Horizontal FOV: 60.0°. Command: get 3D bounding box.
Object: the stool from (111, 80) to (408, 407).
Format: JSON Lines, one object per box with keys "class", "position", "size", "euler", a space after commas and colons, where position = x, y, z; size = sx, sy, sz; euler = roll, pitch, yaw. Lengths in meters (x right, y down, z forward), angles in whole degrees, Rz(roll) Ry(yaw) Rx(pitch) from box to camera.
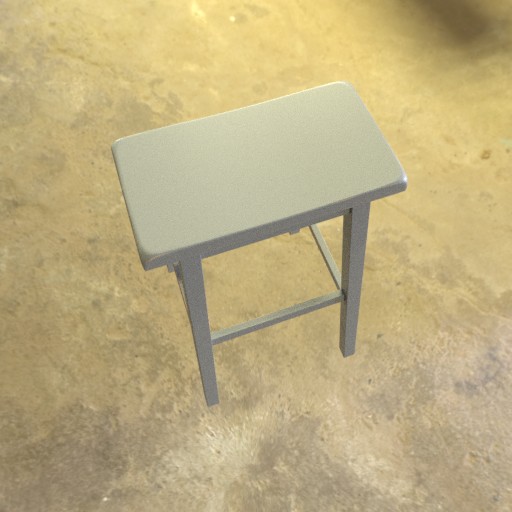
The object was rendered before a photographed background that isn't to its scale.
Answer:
{"class": "stool", "position": [0.000, 0.000, 1.062], "size": [0.457, 0.737, 0.476], "euler": [-18, 65, -8]}
